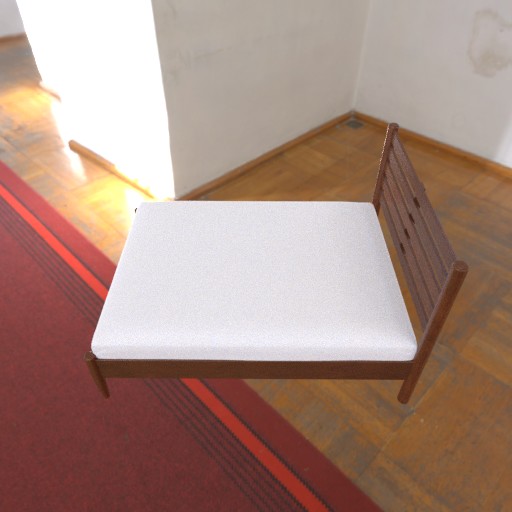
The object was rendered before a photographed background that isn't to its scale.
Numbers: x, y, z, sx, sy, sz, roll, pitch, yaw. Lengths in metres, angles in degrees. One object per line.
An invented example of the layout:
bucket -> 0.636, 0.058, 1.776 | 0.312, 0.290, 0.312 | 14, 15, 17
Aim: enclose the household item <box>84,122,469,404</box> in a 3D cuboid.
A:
household item -> 0.000, 0.000, 3.348 | 2.232, 1.356, 1.663 | 0, 43, 0
